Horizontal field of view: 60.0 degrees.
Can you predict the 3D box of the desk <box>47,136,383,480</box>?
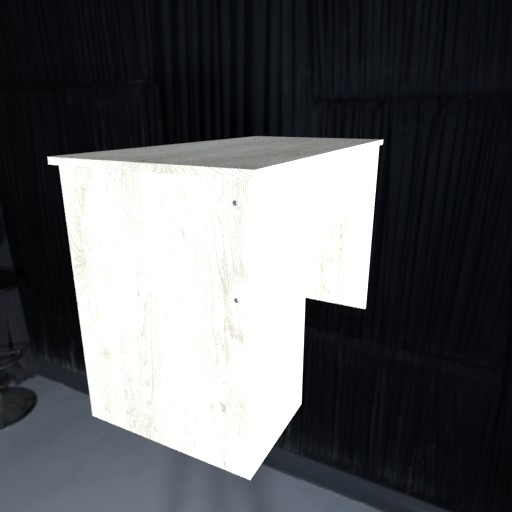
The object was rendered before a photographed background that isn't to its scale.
[{"bbox_3d":[0.000,0.000,1.512,0.560,0.730,1.096,9,20,26],"label":"desk"}]
